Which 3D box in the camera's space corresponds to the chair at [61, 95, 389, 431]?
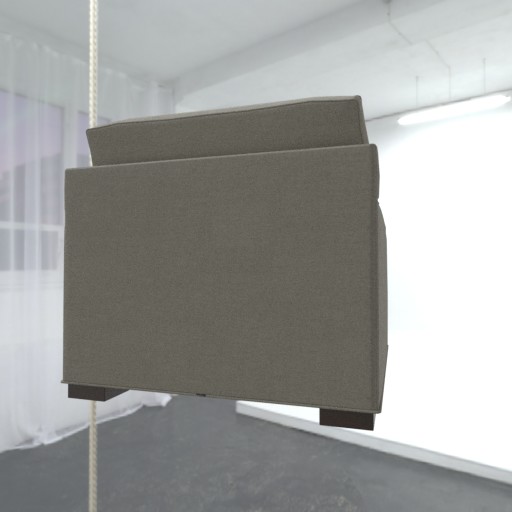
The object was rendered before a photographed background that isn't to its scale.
[{"bbox_3d":[0.000,0.000,1.778,0.999,0.934,1.044,0,-1,18],"label":"chair"}]
